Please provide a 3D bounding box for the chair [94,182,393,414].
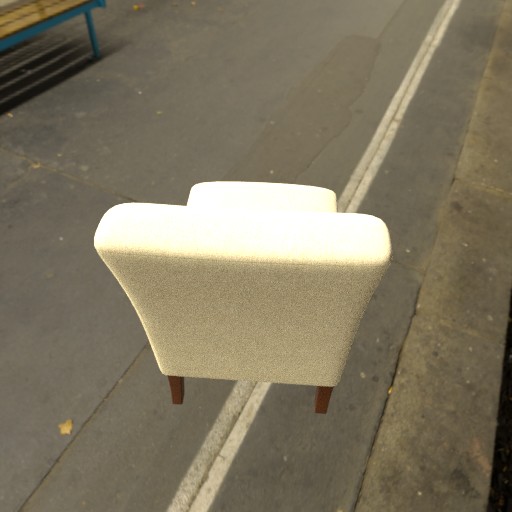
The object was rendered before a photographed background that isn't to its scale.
[{"bbox_3d":[0.000,0.000,1.285,0.521,0.833,0.754,3,47,3],"label":"chair"}]
